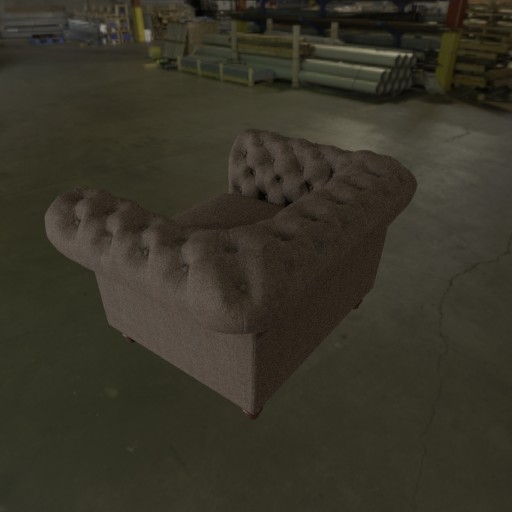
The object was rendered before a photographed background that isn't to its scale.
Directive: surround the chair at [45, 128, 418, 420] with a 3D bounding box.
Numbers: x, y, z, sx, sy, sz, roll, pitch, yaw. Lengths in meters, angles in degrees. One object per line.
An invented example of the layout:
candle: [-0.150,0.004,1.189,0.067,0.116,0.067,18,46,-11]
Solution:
chair: [0.000,0.000,1.904,0.945,0.780,1.298,21,37,31]
